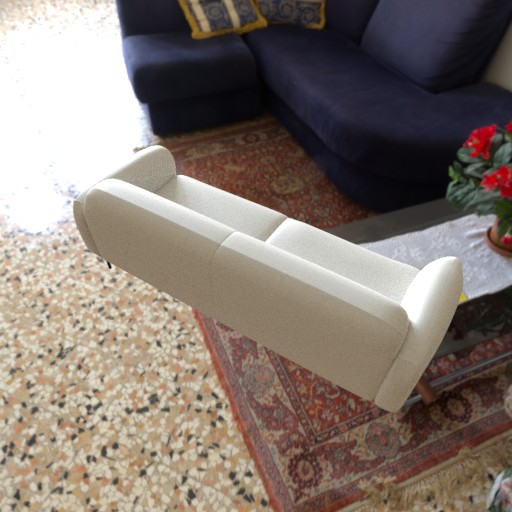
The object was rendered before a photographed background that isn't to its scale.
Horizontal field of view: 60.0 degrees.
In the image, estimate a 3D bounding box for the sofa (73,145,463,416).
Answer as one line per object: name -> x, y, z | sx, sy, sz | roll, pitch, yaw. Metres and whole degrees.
sofa -> 0.000, 0.000, 2.693 | 2.257, 0.780, 0.880 | 24, 51, 21
